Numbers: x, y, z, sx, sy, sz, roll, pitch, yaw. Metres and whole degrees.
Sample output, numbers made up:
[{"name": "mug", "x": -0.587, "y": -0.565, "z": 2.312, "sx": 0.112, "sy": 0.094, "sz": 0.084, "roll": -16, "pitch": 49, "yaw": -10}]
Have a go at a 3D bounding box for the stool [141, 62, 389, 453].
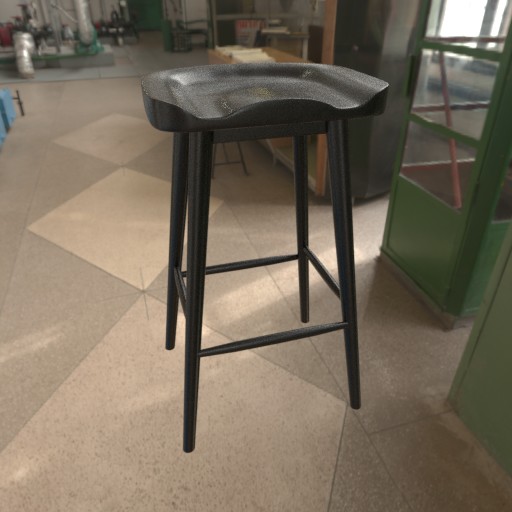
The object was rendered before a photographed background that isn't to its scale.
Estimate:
[{"name": "stool", "x": 0.000, "y": 0.000, "z": 0.984, "sx": 0.440, "sy": 0.749, "sz": 0.361, "roll": -9, "pitch": 33, "yaw": -14}]
